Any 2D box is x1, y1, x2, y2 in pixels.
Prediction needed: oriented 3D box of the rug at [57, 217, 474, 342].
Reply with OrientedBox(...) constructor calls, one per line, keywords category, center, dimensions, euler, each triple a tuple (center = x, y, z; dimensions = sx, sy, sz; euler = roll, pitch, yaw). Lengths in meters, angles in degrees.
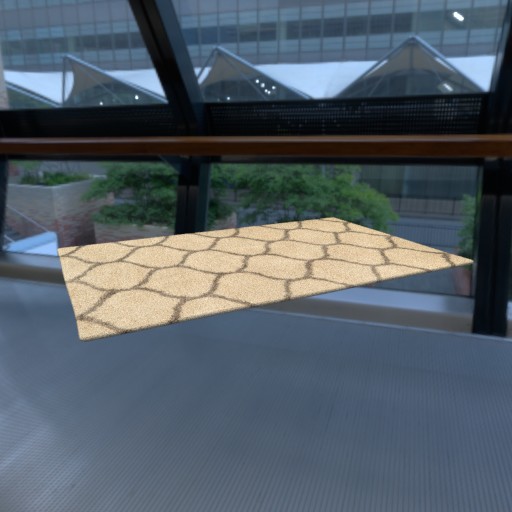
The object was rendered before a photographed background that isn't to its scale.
OrientedBox(category="rug", center=(0.000, 0.000, 2.943), dimensions=(2.348, 0.024, 1.501), euler=(-8, 19, -25))
